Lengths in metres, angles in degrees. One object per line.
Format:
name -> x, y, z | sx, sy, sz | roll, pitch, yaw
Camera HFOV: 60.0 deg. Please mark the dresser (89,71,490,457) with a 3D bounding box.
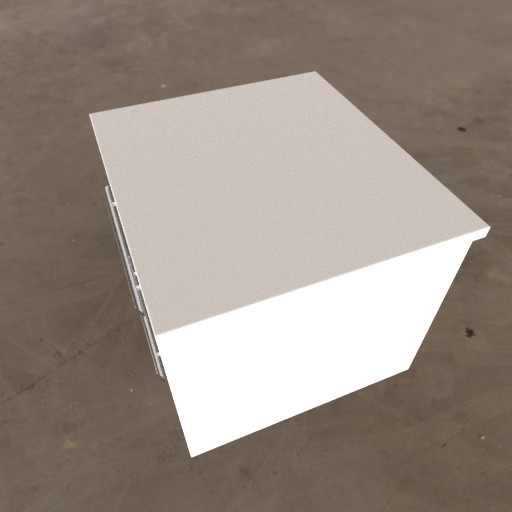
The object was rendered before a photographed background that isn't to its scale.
dresser -> 0.000, 0.000, 0.718 | 0.400, 0.360, 0.430 | -17, 49, -15
